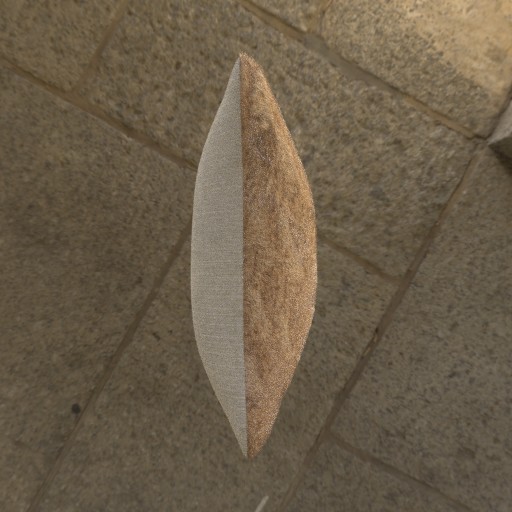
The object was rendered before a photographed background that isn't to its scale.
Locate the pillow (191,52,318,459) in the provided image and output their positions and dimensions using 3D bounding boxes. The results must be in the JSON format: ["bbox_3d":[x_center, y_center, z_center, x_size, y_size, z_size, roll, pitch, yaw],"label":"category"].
[{"bbox_3d":[0.000,0.000,0.824,0.216,0.525,0.538,0,90,-2],"label":"pillow"}]
